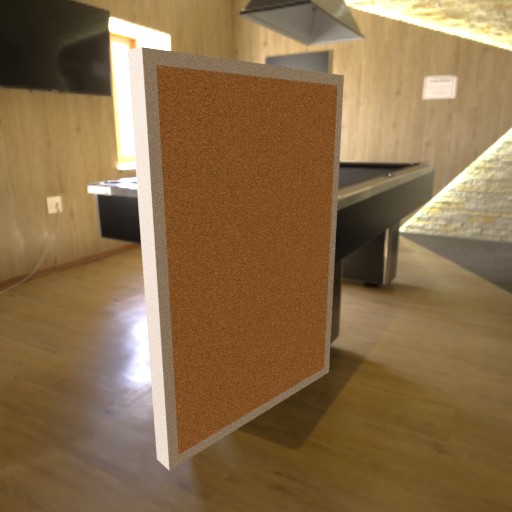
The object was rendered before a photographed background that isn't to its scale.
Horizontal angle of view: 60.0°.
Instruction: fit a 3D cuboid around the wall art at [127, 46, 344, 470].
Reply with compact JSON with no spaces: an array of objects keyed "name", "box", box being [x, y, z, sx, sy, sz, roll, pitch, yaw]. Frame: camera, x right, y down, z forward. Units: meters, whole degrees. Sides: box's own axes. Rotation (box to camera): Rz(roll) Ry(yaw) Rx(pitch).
[{"name":"wall art","box":[0.000,0.000,0.824,0.450,0.657,0.038,-15,22,-43]}]
